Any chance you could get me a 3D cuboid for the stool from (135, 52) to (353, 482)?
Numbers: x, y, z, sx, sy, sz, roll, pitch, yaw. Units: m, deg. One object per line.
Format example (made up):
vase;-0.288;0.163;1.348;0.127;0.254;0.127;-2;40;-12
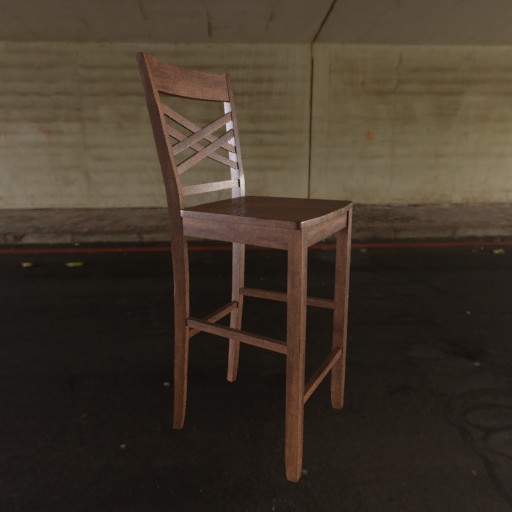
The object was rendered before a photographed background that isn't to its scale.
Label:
stool;0.000;0.000;1.335;0.487;1.105;0.433;8;16;27
